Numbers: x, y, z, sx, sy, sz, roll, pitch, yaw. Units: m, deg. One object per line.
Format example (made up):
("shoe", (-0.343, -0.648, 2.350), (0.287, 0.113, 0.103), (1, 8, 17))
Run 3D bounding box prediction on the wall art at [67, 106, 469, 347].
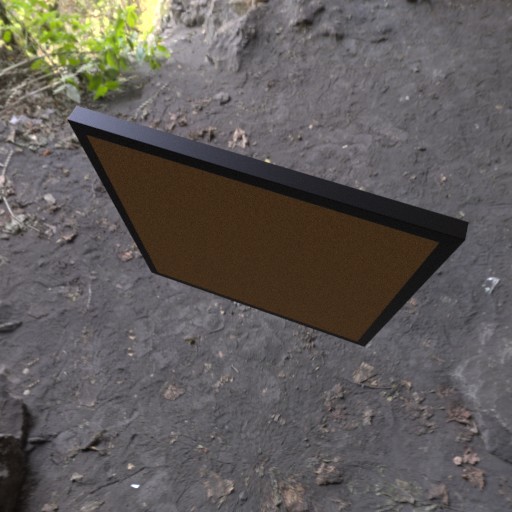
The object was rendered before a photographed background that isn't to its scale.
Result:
("wall art", (0.000, 0.000, 1.156), (0.765, 0.765, 0.038), (18, 66, 8))
